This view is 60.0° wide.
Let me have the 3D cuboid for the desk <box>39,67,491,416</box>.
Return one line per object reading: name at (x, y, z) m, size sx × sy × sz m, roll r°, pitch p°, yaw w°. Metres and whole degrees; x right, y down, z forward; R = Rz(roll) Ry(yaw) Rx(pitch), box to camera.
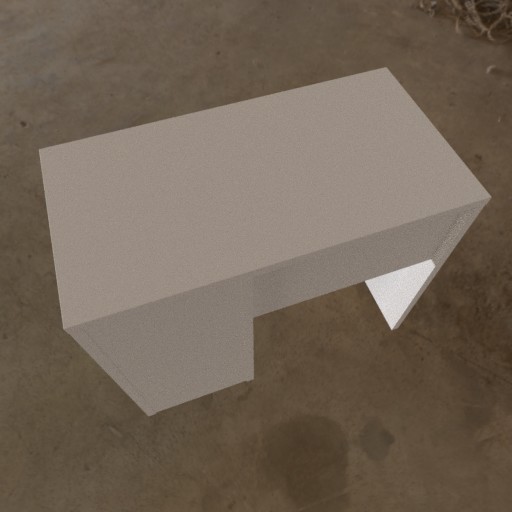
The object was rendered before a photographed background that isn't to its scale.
desk at (0.000, 0.000, 1.297) m, size 0.898 × 0.730 × 0.482 m, roll -17°, pitch 60°, yaw -10°
